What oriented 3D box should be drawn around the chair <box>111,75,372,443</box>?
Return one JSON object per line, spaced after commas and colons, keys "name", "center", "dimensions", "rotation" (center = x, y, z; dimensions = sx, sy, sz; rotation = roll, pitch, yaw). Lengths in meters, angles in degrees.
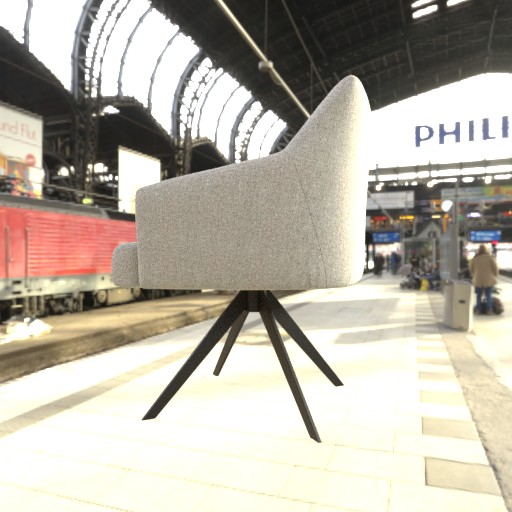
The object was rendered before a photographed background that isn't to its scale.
{"name": "chair", "center": [0.000, 0.000, 1.341], "dimensions": [0.677, 0.874, 0.642], "rotation": [0, 0, 17]}
